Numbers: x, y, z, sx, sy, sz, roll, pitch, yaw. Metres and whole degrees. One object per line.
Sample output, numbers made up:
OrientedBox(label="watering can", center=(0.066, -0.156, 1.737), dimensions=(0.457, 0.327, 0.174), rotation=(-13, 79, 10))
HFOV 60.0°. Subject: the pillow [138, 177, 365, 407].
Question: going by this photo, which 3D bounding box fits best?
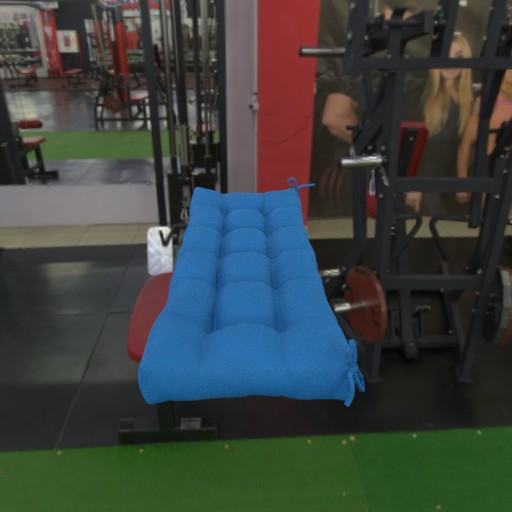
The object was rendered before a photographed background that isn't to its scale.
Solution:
OrientedBox(label="pillow", center=(0.000, 0.000, 1.373), dimensions=(0.511, 0.174, 1.194), rotation=(-1, 27, -1))
